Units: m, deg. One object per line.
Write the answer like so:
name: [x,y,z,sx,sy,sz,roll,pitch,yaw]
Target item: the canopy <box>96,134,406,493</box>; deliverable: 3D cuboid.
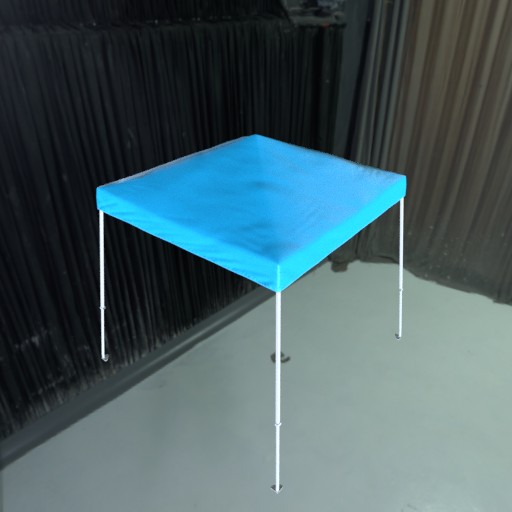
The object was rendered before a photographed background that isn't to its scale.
canopy: [0.000,0.000,5.181,2.849,2.849,2.848,23,38,33]
